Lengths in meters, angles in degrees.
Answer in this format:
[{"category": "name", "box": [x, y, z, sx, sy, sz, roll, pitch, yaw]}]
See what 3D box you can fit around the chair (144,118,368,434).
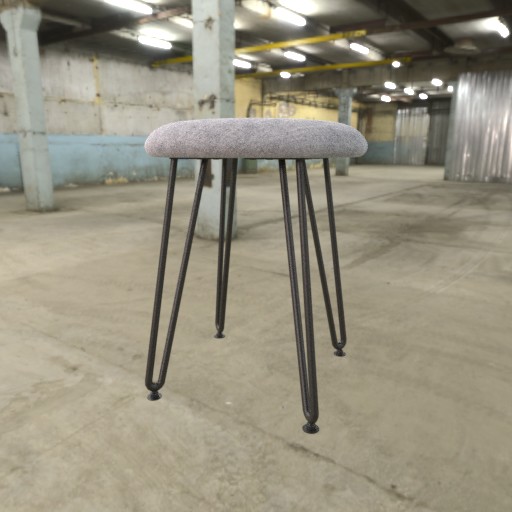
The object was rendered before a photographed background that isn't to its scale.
[{"category": "chair", "box": [0.000, 0.000, 0.667, 0.350, 0.386, 0.350, -6, 14, -25]}]
